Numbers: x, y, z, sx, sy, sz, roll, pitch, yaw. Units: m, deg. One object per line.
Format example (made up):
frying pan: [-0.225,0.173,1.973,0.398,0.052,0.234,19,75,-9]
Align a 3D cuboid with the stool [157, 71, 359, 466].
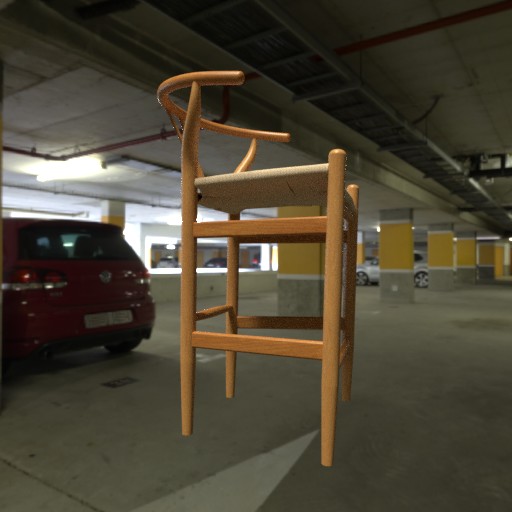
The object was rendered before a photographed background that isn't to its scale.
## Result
stool: [0.000,0.000,1.336,0.579,0.970,0.569,0,-1,16]
